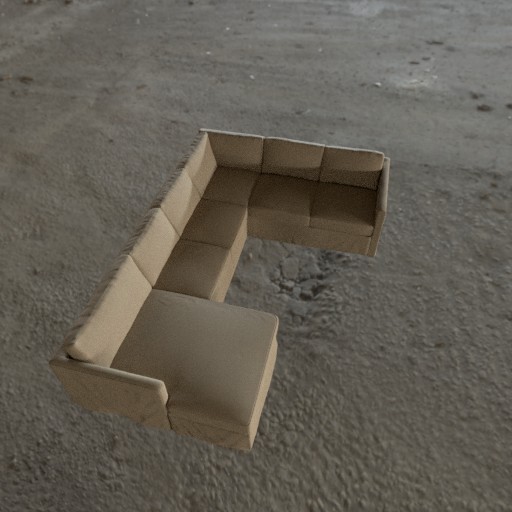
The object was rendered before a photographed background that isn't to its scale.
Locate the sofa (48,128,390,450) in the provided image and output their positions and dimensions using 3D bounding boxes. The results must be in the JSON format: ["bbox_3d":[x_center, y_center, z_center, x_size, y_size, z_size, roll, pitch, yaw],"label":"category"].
[{"bbox_3d":[0.000,0.000,4.526,2.476,0.878,3.528,10,47,10],"label":"sofa"}]
